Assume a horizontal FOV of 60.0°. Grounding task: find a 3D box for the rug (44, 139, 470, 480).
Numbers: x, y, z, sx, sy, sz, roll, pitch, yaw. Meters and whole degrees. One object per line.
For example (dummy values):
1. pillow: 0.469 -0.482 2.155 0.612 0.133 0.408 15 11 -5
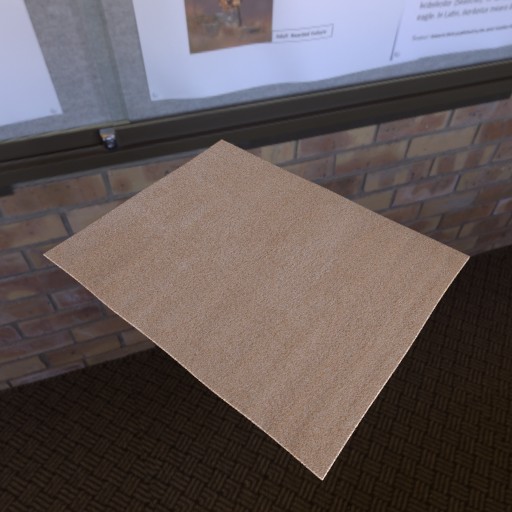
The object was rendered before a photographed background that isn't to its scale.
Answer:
1. rug: 0.000 0.000 3.998 3.000 0.025 2.400 31 54 25
